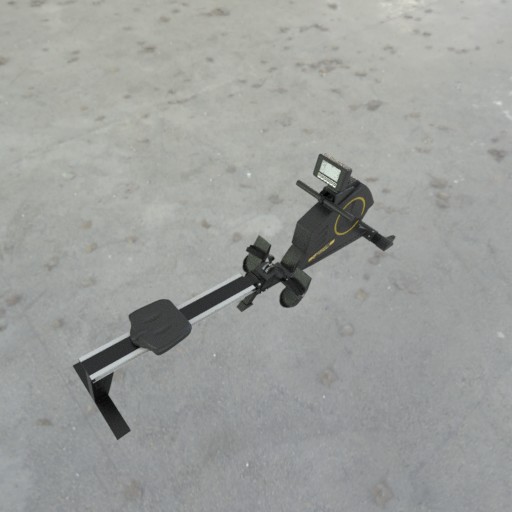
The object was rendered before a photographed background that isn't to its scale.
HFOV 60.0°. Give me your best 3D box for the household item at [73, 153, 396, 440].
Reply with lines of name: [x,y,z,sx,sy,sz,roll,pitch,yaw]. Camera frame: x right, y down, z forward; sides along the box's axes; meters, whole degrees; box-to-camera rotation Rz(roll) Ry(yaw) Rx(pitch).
household item: [0.000,0.000,2.599,2.251,0.810,0.521,-31,53,-26]
